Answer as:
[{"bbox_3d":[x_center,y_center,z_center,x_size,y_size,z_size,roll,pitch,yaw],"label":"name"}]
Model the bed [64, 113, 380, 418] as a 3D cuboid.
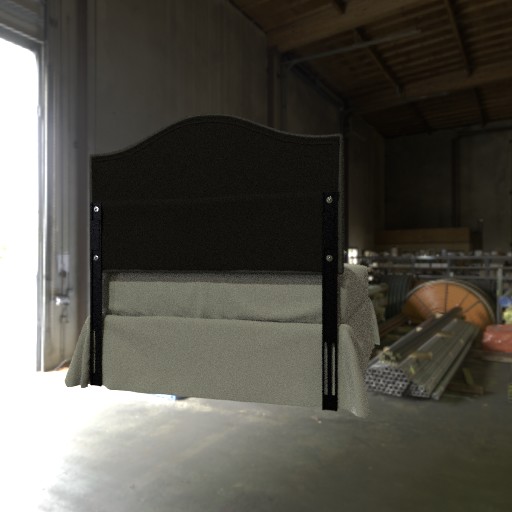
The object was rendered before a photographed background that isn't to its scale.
[{"bbox_3d":[0.000,0.000,3.530,1.876,1.645,2.221,0,0,18],"label":"bed"}]
